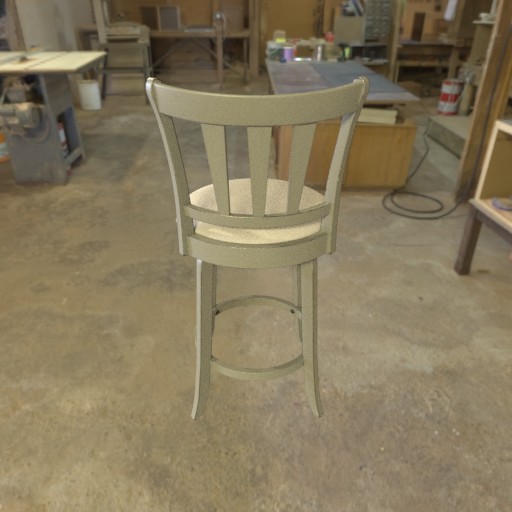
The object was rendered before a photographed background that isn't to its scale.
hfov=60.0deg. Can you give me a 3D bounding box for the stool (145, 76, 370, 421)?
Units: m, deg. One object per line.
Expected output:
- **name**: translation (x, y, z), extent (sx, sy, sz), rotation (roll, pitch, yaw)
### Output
- **stool**: translation (0.000, 0.000, 1.263), extent (0.450, 0.994, 0.486), rotation (-1, 30, -1)
